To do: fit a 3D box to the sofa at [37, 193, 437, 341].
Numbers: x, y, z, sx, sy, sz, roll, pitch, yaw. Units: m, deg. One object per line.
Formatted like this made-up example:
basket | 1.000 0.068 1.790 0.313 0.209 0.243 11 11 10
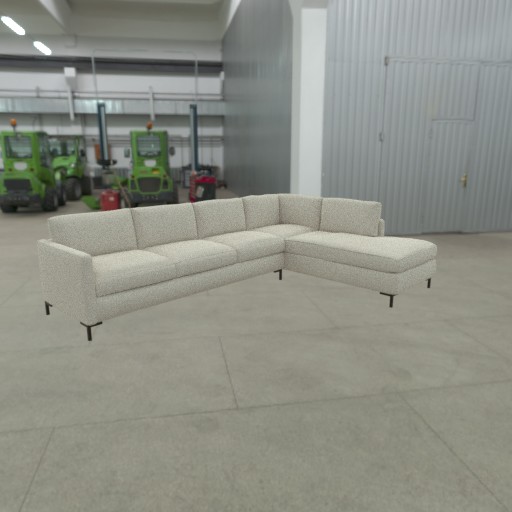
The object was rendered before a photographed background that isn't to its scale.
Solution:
sofa | 0.000 0.000 3.850 2.007 0.815 2.949 13 18 43
